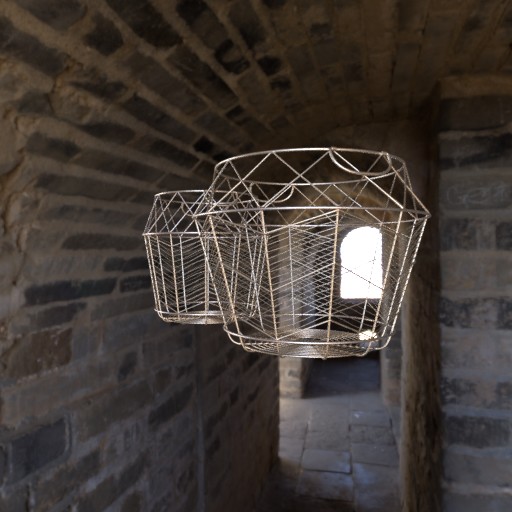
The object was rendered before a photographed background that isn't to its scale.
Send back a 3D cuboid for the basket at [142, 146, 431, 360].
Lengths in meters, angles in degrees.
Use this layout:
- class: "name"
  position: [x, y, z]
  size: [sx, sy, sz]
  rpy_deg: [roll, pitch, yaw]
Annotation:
- class: "basket"
  position: [0.000, 0.000, 1.016]
  size: [0.451, 0.343, 0.805]
  rpy_deg: [0, 1, -35]
